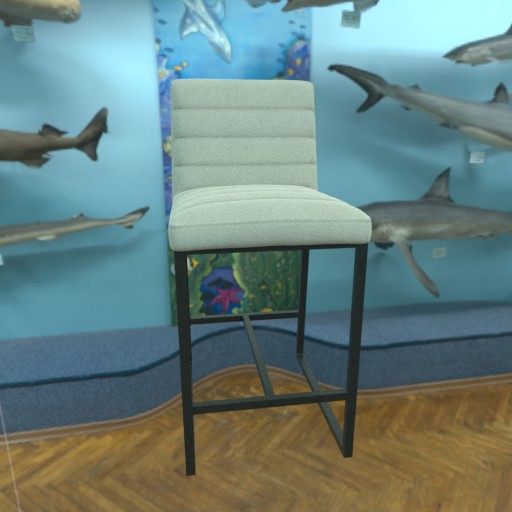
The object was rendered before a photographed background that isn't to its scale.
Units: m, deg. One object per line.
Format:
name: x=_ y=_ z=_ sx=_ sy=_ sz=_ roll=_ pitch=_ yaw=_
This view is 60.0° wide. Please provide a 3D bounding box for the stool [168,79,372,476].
stool: x=0.000 y=0.000 z=1.245 sx=0.459 sy=0.971 sz=0.567 roll=-3 pitch=17 yaw=-8
